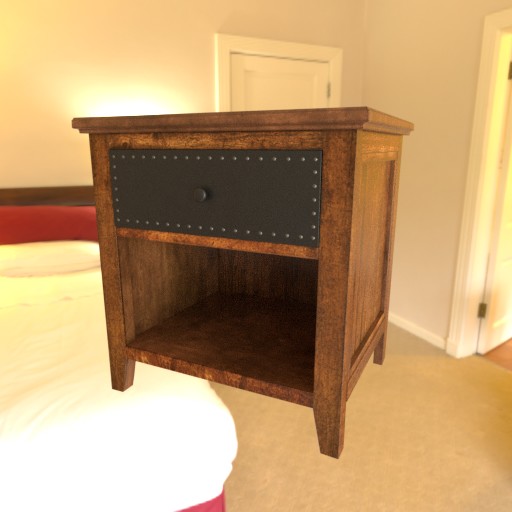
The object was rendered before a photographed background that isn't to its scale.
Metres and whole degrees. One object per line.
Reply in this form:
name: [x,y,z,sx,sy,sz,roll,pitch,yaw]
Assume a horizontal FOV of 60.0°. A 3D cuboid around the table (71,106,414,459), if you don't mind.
table: [0.000,0.000,1.015,0.586,0.597,0.461,7,15,25]
